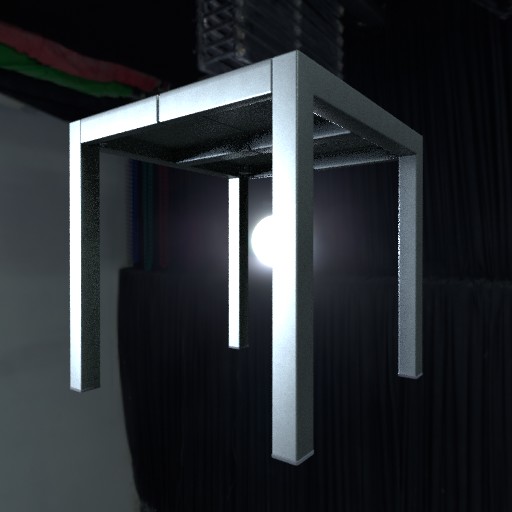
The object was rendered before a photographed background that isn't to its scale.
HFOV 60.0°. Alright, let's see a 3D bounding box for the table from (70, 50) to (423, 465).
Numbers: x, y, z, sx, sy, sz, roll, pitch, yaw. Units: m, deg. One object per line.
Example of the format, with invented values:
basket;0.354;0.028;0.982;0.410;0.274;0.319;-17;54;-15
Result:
table;0.000;0.000;0.893;0.508;0.508;0.508;0;1;37
